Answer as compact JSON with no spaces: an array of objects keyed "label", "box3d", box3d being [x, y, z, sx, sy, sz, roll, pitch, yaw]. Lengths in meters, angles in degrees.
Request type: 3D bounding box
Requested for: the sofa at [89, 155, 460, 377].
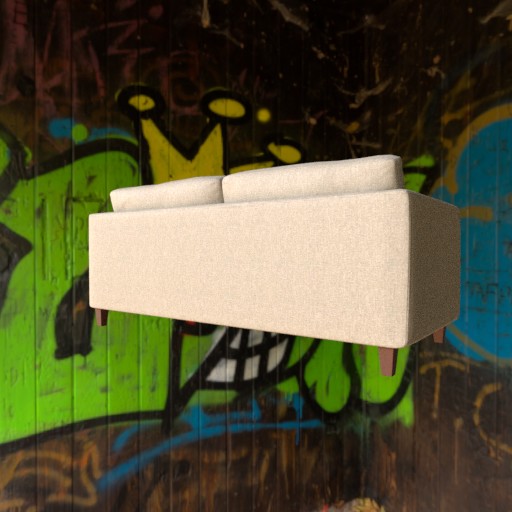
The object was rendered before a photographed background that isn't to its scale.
[{"label":"sofa","box3d":[0.000,0.000,2.766,2.208,0.963,0.956,1,1,36]}]
